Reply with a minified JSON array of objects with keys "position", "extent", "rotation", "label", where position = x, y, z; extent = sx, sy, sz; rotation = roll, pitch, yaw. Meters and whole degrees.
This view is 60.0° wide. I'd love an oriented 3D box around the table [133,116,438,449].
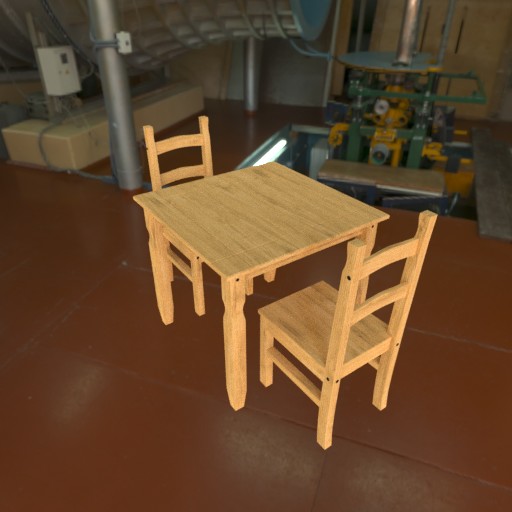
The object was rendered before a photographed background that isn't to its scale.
[{"position":[0.000,0.000,2.097],"extent":[0.813,0.942,1.501],"rotation":[-20,37,-29],"label":"table"}]
